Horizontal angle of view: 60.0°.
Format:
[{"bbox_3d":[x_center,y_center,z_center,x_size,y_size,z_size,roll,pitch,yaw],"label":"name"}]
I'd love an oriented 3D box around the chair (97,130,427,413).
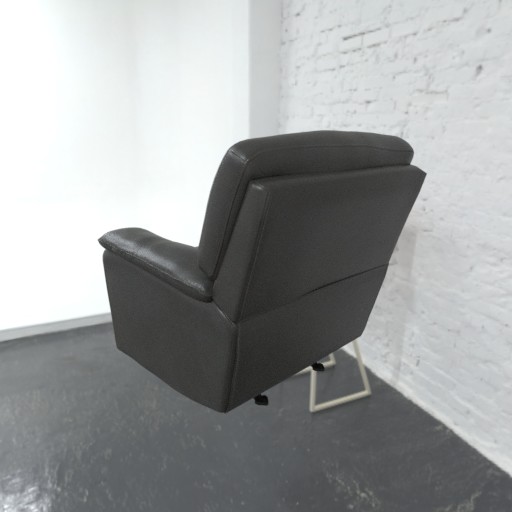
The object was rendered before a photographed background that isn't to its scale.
[{"bbox_3d":[0.000,0.000,2.037,1.096,1.109,1.087,-15,21,-43],"label":"chair"}]
